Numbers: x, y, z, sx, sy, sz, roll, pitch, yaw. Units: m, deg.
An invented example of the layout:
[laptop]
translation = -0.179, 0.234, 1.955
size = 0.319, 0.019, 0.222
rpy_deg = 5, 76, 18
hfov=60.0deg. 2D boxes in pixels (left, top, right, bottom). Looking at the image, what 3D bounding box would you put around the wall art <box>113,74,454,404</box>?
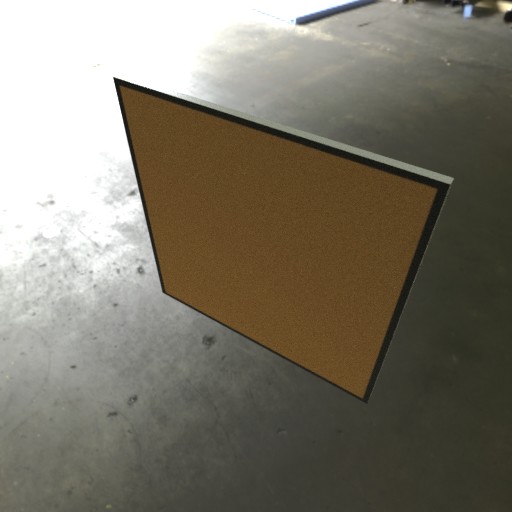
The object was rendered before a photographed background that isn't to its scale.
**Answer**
[wall art]
translation = 0.000, 0.000, 1.202
size = 0.805, 0.803, 0.022
rpy_deg = 24, 50, 22
